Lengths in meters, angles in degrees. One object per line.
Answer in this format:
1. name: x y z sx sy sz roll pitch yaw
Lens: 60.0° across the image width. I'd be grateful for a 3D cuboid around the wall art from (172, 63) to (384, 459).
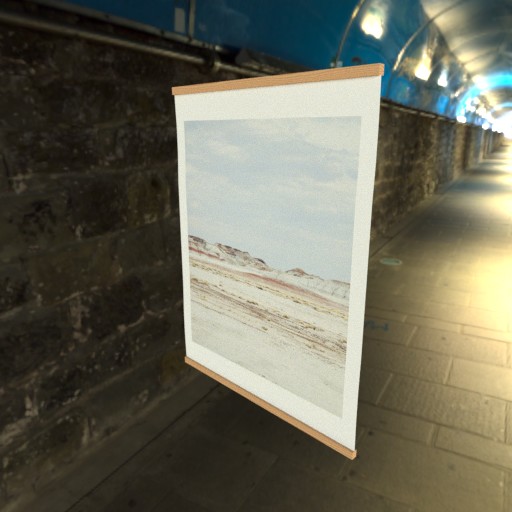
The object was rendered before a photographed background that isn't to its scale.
1. wall art: 0.000 0.000 0.809 0.458 0.605 0.011 15 22 43
